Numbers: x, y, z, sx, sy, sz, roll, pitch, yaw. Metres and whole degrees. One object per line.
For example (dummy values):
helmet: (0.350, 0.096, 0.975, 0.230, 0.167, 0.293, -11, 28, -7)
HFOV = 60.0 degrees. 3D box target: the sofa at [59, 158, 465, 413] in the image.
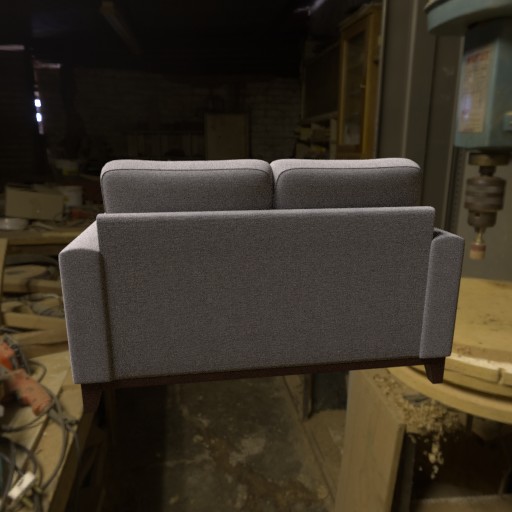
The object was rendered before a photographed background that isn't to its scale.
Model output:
sofa: (0.000, 0.000, 1.989, 1.420, 0.873, 0.917, -2, 15, -8)
